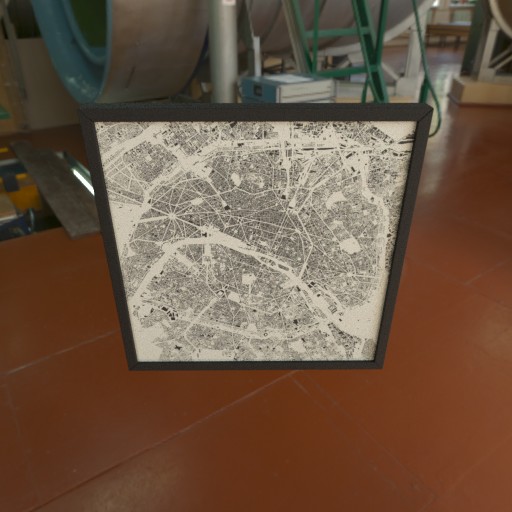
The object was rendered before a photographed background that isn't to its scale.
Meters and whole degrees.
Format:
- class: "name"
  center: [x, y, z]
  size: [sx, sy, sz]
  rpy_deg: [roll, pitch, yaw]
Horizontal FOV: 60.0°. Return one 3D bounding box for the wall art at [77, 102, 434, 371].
- class: "wall art"
  center: [0.000, 0.000, 0.773]
  size: [0.508, 0.508, 0.037]
  rpy_deg: [0, 30, 0]
